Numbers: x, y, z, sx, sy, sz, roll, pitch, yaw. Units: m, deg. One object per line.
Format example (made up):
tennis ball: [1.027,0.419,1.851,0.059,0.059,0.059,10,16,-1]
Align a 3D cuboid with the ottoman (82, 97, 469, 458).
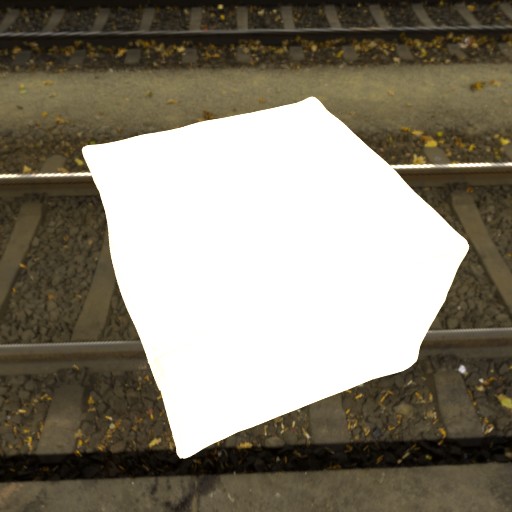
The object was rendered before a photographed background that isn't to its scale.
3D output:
ottoman: [0.000,0.000,1.161,0.696,0.470,0.707,-17,49,-16]
